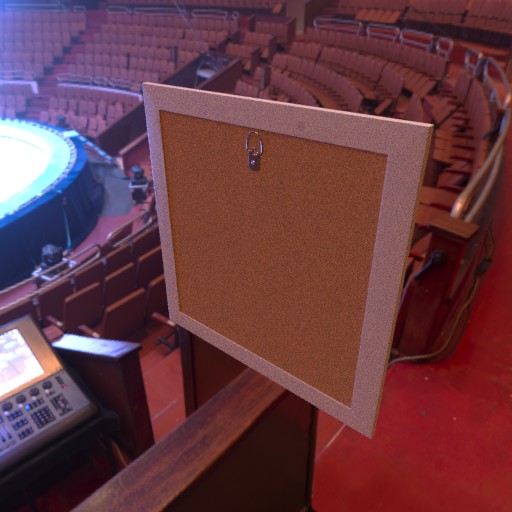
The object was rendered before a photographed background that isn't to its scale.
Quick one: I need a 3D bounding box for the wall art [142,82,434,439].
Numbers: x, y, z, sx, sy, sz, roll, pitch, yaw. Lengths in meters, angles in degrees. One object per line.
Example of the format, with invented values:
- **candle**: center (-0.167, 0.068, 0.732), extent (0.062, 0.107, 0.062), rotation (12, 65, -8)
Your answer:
- **wall art**: center (0.000, 0.000, 0.853), extent (0.572, 0.577, 0.015), rotation (22, 36, 34)
